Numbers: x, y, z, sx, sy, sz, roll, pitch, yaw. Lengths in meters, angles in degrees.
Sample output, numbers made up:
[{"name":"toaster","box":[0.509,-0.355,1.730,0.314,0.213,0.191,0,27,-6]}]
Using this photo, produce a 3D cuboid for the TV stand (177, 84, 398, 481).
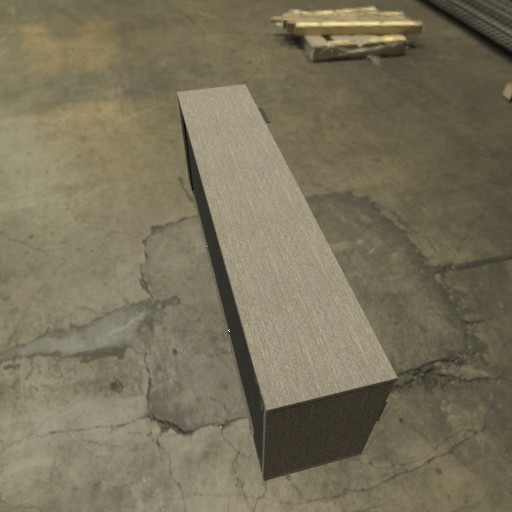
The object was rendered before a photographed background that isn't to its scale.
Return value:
[{"name":"TV stand","box":[0.000,0.000,2.067,0.405,0.787,1.804,-10,47,-10]}]
